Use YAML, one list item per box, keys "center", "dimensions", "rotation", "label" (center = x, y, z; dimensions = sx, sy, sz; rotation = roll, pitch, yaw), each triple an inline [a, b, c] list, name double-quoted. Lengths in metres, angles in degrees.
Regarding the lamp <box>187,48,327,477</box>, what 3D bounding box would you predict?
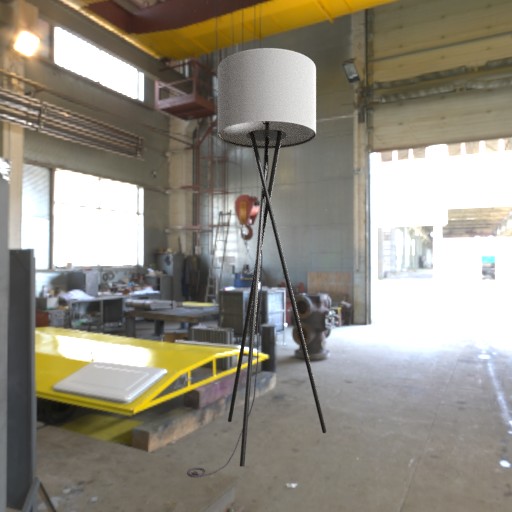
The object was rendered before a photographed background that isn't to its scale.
- center: [0.000, 0.000, 1.956]
  dimensions: [0.667, 1.624, 0.522]
  rotation: [0, -1, -17]
  label: "lamp"
